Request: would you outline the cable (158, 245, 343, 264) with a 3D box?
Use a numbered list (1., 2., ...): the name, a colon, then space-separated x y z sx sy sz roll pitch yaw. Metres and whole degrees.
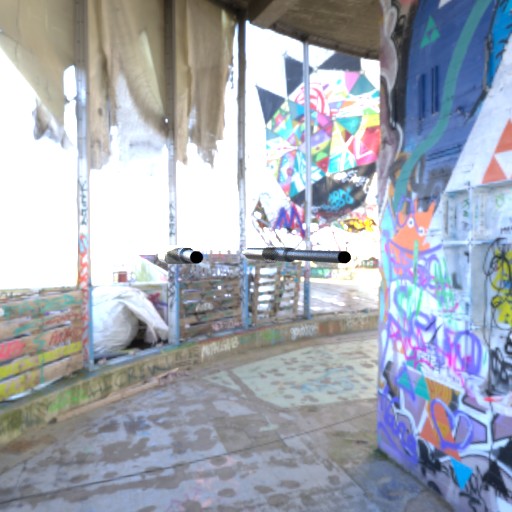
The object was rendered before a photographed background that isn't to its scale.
1. cable: 0.000 0.000 0.112 0.040 0.006 0.098 0 1 -18
